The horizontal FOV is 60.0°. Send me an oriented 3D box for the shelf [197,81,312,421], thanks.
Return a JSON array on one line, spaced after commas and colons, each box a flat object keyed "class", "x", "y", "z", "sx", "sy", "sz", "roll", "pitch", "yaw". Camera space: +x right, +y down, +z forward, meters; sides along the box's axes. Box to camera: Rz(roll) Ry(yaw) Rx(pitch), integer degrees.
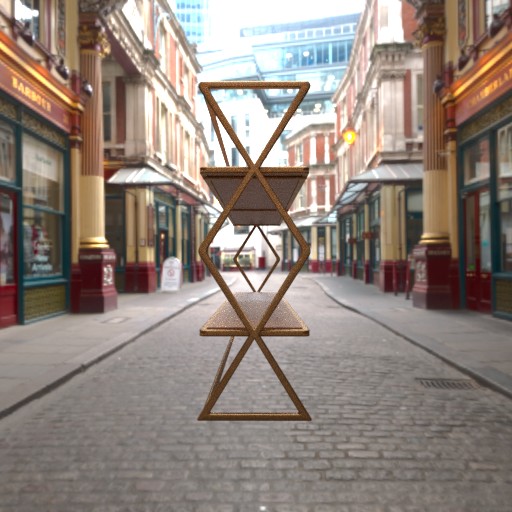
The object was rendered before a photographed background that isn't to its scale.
[{"class": "shelf", "x": 0.000, "y": 0.000, "z": 0.996, "sx": 0.150, "sy": 0.450, "sz": 0.822, "roll": 0, "pitch": -1, "yaw": 0}]
